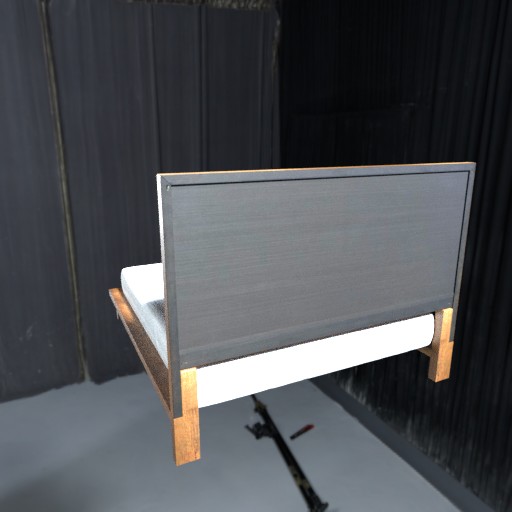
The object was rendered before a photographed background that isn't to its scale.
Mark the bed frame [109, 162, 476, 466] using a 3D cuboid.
[{"bbox_3d":[0.000,0.000,3.567,2.038,1.537,2.235,-7,17,-25],"label":"bed frame"}]
